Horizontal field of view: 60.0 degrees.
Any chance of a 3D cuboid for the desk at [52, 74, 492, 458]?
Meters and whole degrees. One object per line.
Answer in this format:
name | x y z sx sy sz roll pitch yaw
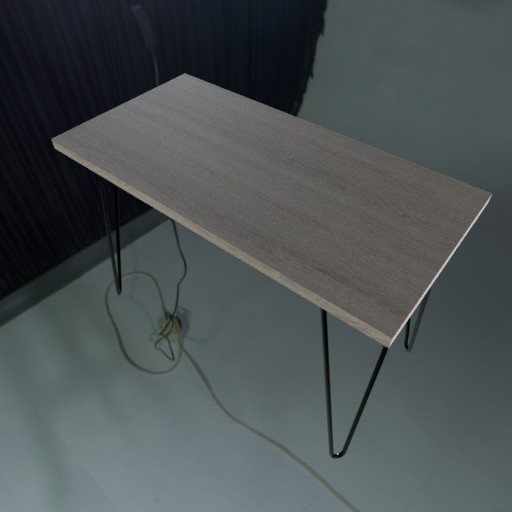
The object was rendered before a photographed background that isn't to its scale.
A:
desk | 0.000 0.000 1.336 0.991 0.660 0.499 30 54 25
